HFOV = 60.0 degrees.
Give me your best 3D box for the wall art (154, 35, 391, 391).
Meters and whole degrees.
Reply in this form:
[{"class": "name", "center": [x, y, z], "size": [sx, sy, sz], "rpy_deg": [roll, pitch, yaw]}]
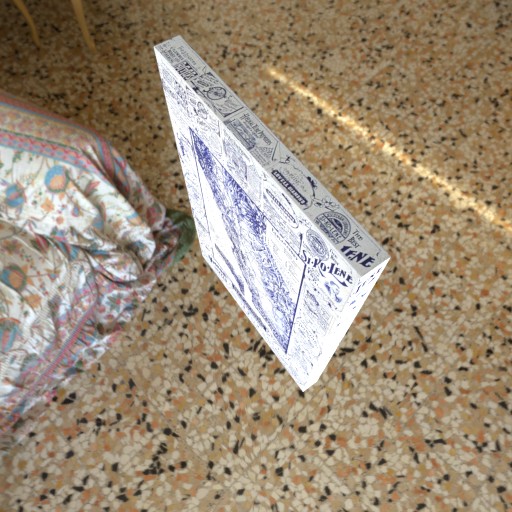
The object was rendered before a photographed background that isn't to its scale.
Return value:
[{"class": "wall art", "center": [0.000, 0.000, 0.777], "size": [0.040, 0.601, 0.408], "rpy_deg": [-32, 67, -15]}]
